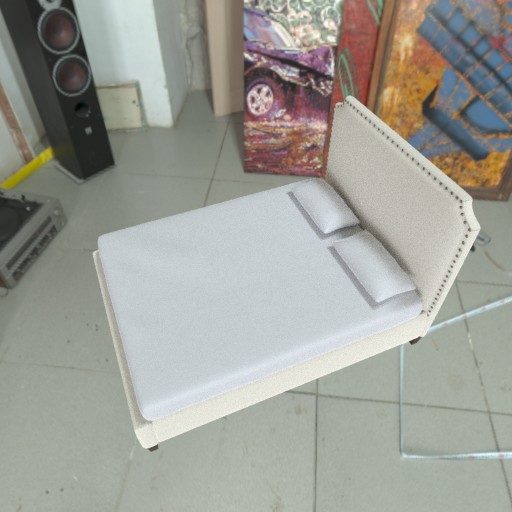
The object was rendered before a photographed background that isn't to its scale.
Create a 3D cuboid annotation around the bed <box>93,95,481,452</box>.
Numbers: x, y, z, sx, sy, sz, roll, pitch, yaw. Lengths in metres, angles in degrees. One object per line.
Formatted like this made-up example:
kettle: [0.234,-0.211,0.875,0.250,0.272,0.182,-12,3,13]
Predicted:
bed: [0.000,0.000,3.404,2.372,1.497,1.712,-17,49,-15]
